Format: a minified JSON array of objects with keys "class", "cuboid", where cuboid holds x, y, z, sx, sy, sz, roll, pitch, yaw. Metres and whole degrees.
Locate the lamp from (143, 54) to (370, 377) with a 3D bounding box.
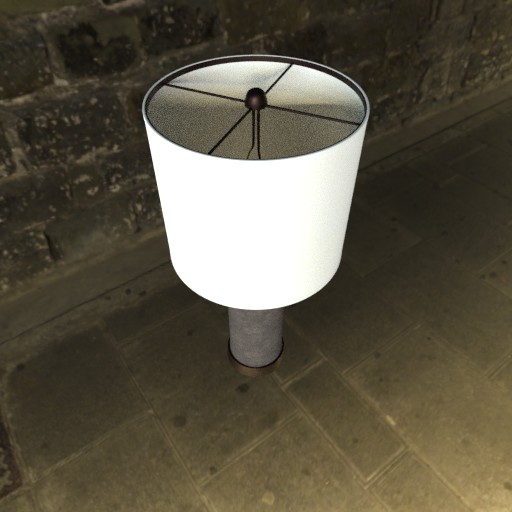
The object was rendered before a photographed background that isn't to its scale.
[{"class":"lamp","cuboid":[0.000,0.000,0.810,0.301,0.630,0.301,-16,47,-15]}]
